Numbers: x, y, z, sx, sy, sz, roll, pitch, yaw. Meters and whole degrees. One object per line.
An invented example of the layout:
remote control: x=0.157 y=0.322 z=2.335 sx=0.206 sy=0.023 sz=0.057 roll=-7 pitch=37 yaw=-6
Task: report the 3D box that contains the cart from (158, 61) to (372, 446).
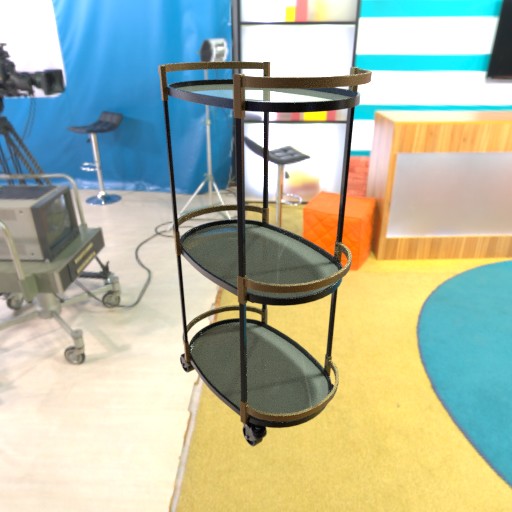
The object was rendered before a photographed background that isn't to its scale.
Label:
cart: x=0.000 y=0.000 z=1.123 sx=0.311 sy=0.885 sz=0.515 roll=-18 pitch=32 yaw=-32
